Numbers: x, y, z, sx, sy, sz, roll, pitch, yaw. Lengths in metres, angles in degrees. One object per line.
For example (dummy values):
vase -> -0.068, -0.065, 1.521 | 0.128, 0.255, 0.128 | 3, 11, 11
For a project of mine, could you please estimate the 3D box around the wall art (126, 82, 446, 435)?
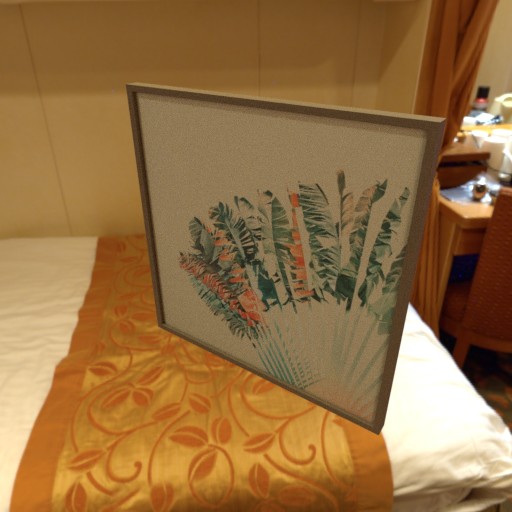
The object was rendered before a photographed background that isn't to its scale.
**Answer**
wall art -> 0.000, 0.000, 1.114 | 0.761, 0.758, 0.038 | 18, 34, 30
